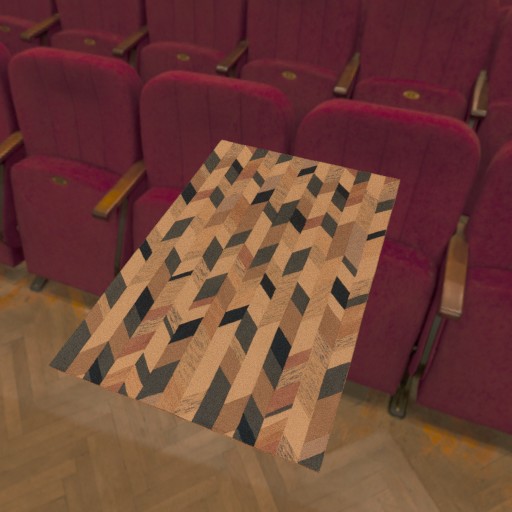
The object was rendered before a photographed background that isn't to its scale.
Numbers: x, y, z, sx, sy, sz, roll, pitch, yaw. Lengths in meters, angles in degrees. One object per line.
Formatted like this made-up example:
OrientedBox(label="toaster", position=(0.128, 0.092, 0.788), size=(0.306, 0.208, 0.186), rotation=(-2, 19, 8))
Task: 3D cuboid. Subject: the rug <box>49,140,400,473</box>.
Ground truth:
OrientedBox(label="rug", position=(0.000, 0.000, 2.303), size=(1.202, 0.006, 1.813), rotation=(16, 50, 14))
